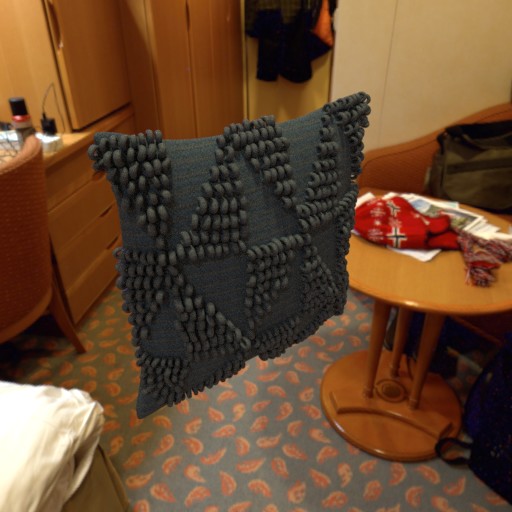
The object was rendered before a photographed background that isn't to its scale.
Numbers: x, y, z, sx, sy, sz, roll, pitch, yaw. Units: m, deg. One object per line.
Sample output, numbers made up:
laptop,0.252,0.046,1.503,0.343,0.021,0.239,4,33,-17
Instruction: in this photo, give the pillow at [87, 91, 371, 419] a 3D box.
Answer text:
pillow,0.000,0.000,0.721,0.469,0.466,0.172,-21,37,-31
